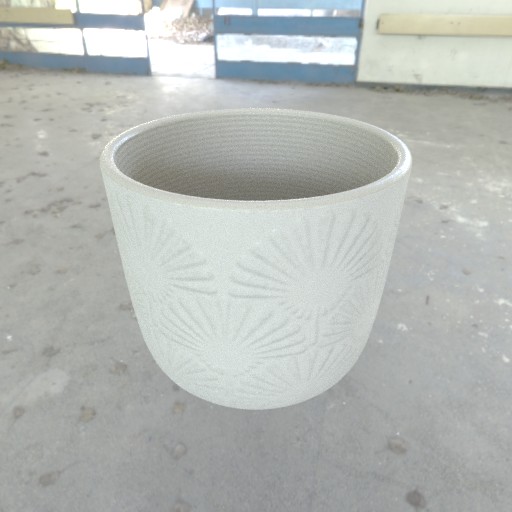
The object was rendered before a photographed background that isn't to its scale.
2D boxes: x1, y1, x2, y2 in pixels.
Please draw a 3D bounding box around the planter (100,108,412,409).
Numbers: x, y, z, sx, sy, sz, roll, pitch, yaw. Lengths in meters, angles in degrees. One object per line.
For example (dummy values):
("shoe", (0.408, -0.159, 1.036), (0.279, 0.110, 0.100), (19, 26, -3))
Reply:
("planter", (0.000, 0.000, 0.211), (0.124, 0.109, 0.124), (0, 31, 0))
